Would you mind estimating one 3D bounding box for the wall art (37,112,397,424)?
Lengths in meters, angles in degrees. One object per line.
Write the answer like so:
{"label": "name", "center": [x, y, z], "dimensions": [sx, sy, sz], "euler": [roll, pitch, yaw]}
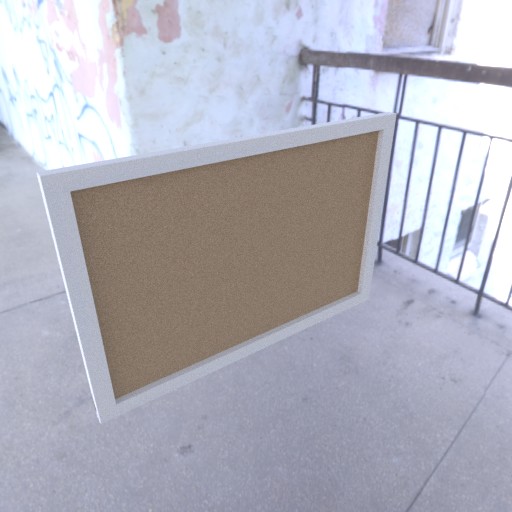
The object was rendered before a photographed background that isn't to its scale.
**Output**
{"label": "wall art", "center": [0.000, 0.000, 1.427], "dimensions": [1.144, 0.767, 0.038], "euler": [-18, 34, -30]}
